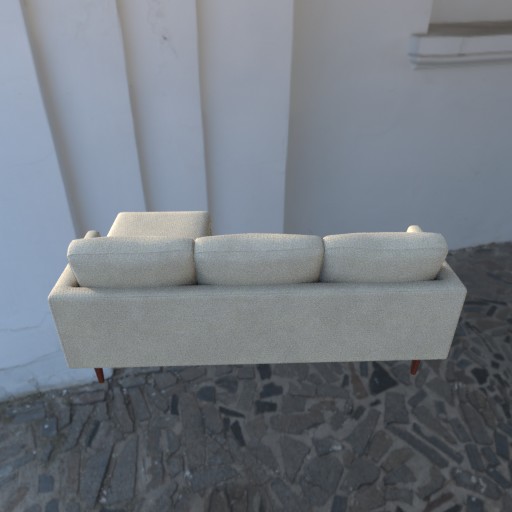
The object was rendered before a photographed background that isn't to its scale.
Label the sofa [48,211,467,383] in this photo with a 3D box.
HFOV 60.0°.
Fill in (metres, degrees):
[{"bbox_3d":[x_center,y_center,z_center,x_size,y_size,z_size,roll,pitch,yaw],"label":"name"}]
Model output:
[{"bbox_3d":[0.000,0.000,3.074,2.233,0.956,1.504,-1,31,-2],"label":"sofa"}]
